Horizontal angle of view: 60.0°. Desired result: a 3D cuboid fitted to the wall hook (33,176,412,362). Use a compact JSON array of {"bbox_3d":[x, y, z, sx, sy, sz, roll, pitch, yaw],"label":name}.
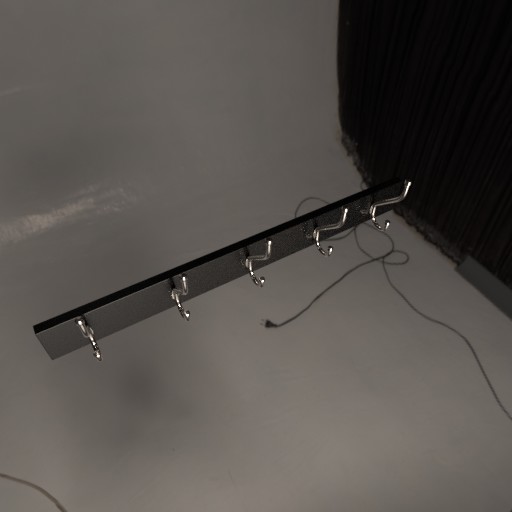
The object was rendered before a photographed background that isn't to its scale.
[{"bbox_3d":[0.000,0.000,0.603,0.571,0.117,0.071,-23,51,-20],"label":"wall hook"}]
